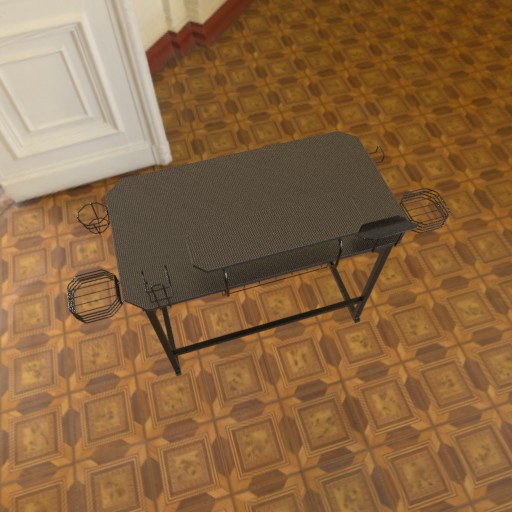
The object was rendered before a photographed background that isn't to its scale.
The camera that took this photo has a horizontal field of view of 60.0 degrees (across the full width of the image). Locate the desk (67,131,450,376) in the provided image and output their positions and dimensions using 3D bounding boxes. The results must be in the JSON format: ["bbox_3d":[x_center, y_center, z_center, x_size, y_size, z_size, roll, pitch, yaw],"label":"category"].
[{"bbox_3d":[0.000,0.000,1.764,1.290,0.880,0.580,-15,59,-9],"label":"desk"}]
